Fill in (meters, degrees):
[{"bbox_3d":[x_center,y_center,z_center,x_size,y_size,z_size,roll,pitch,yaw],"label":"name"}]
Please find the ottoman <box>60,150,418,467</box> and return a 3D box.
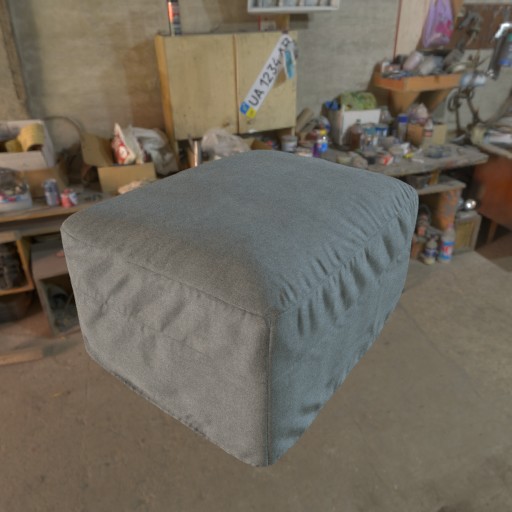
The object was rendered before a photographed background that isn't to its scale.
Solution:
[{"bbox_3d":[0.000,0.000,1.268,0.683,0.481,0.837,19,33,31],"label":"ottoman"}]
